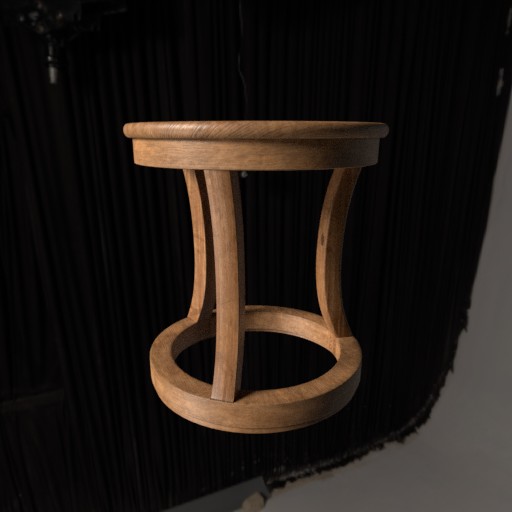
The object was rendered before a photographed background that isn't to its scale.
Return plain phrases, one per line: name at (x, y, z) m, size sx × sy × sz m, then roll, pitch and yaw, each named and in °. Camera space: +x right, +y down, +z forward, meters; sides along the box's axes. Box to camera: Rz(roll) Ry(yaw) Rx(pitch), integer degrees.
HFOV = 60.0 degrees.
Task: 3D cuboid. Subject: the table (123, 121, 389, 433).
table at (0.000, 0.000, 0.808) m, size 0.432 × 0.460 × 0.432 m, roll 0°, pitch 15°, yaw 0°
